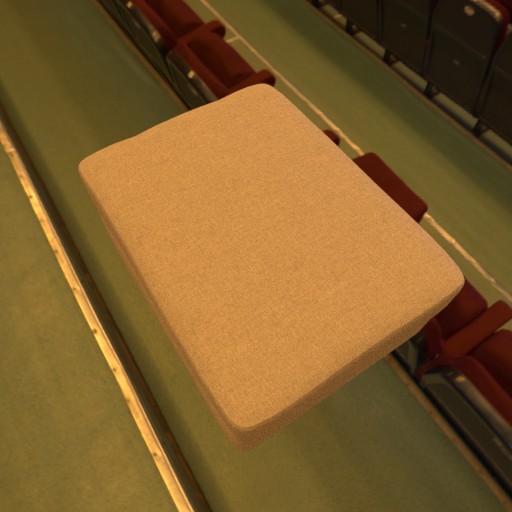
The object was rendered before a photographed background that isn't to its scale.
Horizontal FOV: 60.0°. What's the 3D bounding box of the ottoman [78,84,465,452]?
[{"bbox_3d":[0.000,0.000,1.332,0.677,0.519,0.898,-29,63,-17],"label":"ottoman"}]
